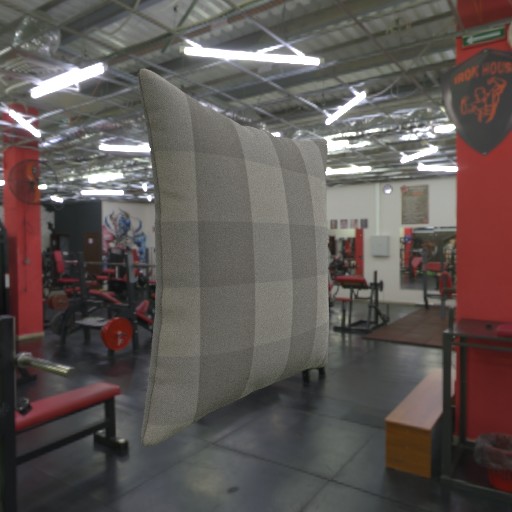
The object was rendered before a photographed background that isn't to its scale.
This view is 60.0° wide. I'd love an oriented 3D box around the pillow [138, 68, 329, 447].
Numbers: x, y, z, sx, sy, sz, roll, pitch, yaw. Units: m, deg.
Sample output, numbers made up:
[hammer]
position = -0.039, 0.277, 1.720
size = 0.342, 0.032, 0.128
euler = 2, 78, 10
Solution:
[pillow]
position = 0.000, 0.000, 0.794
size = 0.161, 0.509, 0.511
euler = 1, 2, 37
